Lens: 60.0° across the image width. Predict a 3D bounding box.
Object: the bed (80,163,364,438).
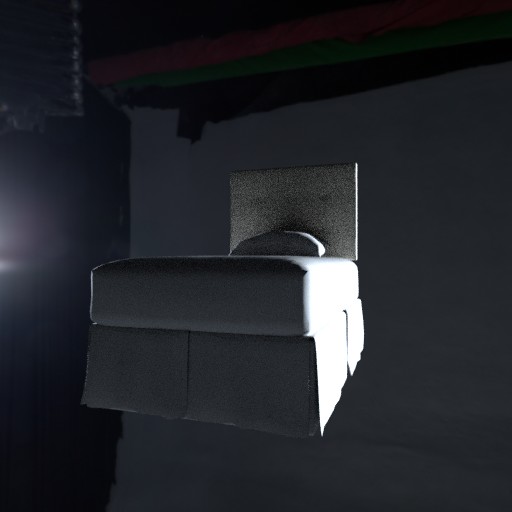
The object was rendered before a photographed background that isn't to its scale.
[{"bbox_3d":[0.000,0.000,2.995,1.261,1.571,1.997,0,0,19],"label":"bed"}]
